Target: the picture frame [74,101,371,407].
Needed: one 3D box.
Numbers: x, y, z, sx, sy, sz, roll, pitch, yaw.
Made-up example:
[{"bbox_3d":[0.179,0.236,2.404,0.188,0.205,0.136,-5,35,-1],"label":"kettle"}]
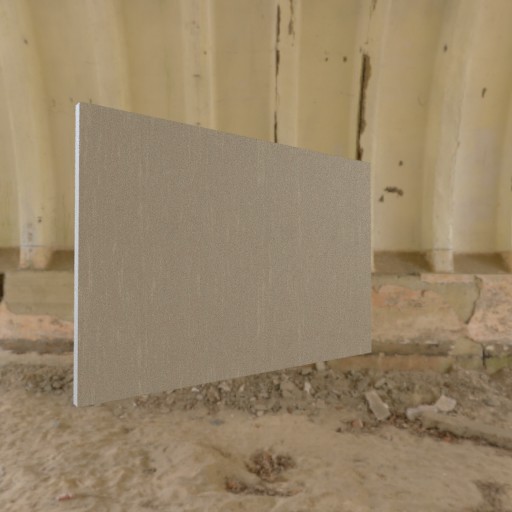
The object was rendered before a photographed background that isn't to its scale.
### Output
[{"bbox_3d":[0.000,0.000,1.223,0.950,0.640,0.029,1,-1,-37],"label":"picture frame"}]
